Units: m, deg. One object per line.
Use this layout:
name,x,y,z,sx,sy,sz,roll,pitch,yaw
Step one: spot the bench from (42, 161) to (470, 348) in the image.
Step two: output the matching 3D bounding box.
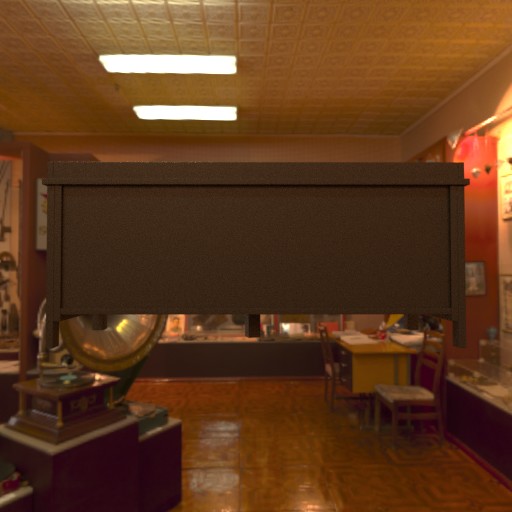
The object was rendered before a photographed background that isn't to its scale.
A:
bench,0.000,0.000,1.375,1.140,0.501,0.398,0,-1,0
